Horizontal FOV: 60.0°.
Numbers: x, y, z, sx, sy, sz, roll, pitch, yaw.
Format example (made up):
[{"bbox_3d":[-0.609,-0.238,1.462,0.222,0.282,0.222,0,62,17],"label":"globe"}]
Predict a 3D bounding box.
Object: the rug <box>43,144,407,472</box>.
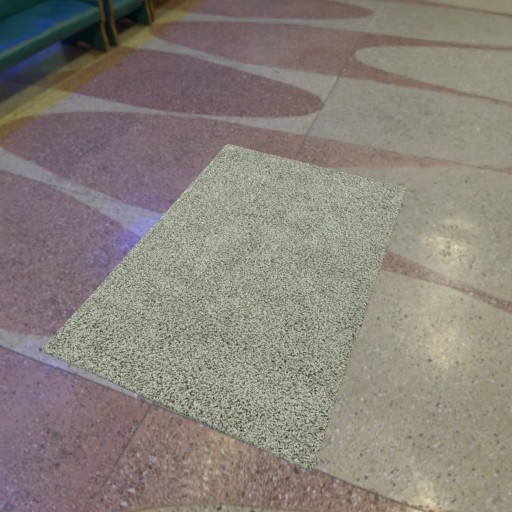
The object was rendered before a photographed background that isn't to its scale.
[{"bbox_3d":[0.000,0.000,2.288,1.219,0.030,1.778,18,48,16],"label":"rug"}]
